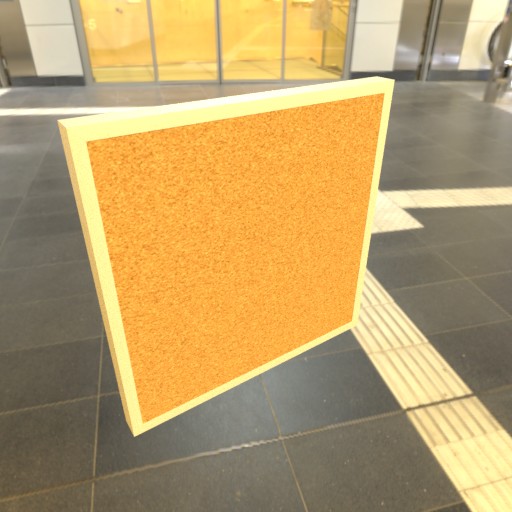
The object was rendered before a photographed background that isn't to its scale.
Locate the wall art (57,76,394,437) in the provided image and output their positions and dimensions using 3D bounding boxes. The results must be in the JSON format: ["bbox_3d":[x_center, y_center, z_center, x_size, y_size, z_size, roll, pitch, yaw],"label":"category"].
[{"bbox_3d":[0.000,0.000,0.731,0.506,0.505,0.038,-19,36,-28],"label":"wall art"}]
